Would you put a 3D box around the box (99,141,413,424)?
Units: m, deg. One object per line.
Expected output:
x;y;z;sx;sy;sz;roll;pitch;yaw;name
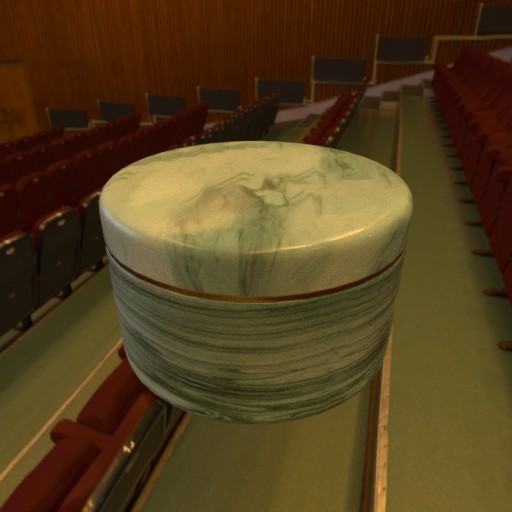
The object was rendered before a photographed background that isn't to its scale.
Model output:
0.000;0.000;0.162;0.101;0.063;0.101;0;29;0;box
